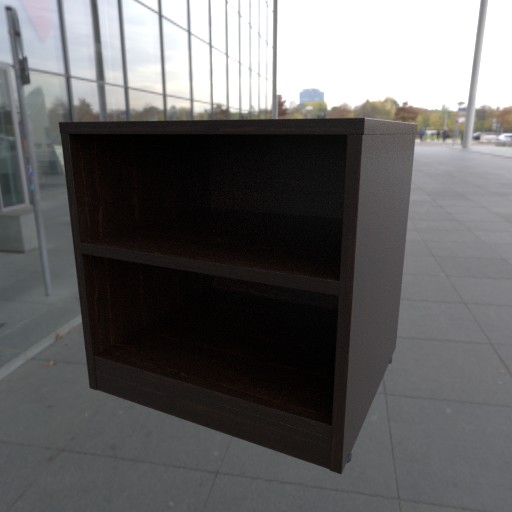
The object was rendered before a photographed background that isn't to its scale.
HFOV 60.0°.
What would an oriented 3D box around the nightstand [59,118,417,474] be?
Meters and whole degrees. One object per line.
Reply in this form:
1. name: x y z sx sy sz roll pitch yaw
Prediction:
1. nightstand: 0.000 0.000 0.848 0.489 0.487 0.427 8 17 26
